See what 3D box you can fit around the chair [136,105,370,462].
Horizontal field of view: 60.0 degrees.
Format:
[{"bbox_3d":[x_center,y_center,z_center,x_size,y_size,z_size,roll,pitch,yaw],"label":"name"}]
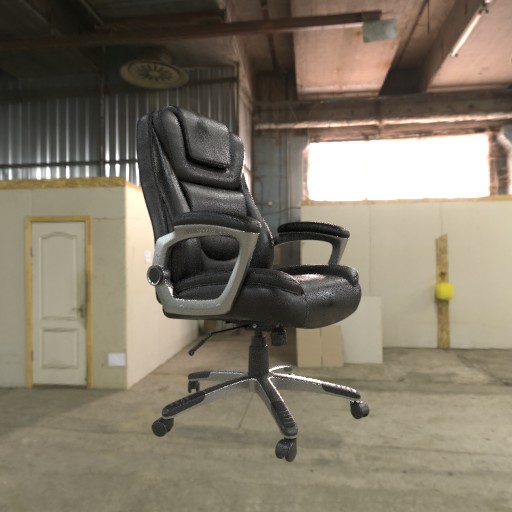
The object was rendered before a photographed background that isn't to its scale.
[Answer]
[{"bbox_3d":[0.000,0.000,1.526,0.689,1.075,0.697,0,1,36],"label":"chair"}]
